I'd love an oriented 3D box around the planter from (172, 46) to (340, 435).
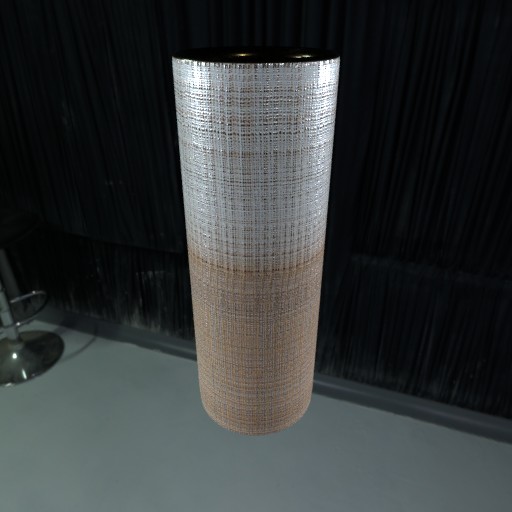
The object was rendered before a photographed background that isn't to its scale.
[{"bbox_3d":[0.000,0.000,0.330,0.099,0.278,0.099,8,30,15],"label":"planter"}]
